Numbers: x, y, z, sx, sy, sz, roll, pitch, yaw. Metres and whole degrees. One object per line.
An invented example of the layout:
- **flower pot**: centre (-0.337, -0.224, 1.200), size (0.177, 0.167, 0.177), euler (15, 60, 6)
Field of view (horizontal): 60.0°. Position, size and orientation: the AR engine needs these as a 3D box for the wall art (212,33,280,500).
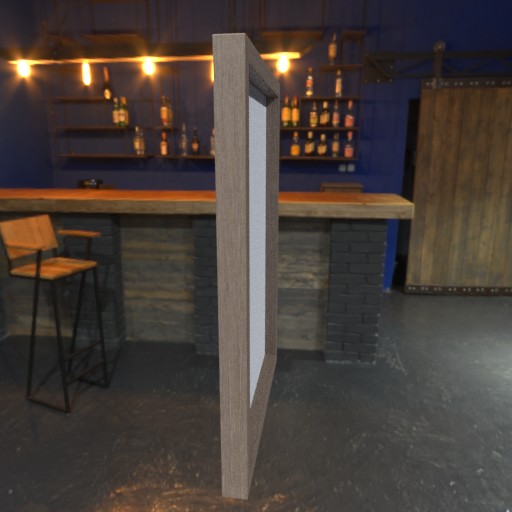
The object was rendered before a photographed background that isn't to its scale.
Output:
- **wall art**: centre (0.000, 0.000, 0.641), size (0.032, 0.510, 0.358), euler (2, 14, 8)
